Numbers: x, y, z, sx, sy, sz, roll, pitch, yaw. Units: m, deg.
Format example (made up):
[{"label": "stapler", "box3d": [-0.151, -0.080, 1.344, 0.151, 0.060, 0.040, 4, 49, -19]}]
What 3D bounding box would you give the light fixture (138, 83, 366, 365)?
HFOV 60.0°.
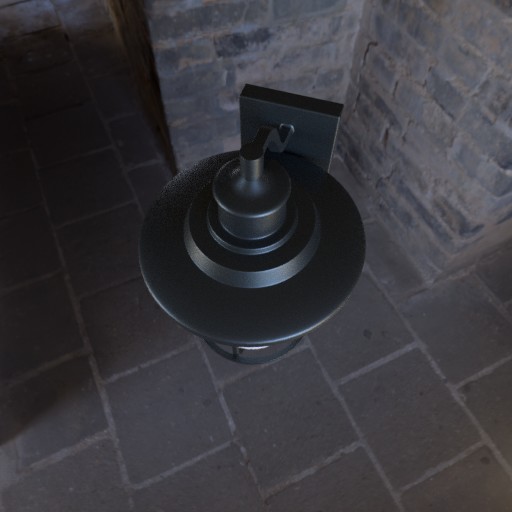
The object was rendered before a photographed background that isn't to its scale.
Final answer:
[{"label": "light fixture", "box3d": [0.000, 0.000, 0.494, 0.222, 0.345, 0.252, 15, 60, 9]}]
